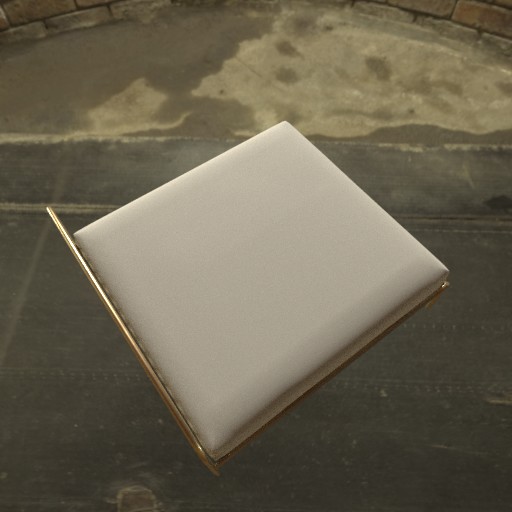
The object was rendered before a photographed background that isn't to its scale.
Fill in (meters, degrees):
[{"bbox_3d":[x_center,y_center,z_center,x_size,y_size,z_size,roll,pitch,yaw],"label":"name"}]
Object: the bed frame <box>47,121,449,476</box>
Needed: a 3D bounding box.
[{"bbox_3d":[0.000,0.000,3.318,2.152,1.174,2.016,-32,65,-17],"label":"bed frame"}]
